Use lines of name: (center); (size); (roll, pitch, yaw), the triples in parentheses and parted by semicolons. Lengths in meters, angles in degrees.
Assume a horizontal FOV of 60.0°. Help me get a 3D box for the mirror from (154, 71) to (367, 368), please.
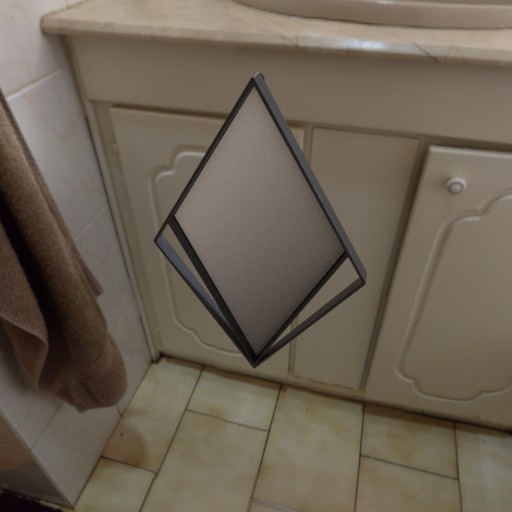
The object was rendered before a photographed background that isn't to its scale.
mirror: (0.000, 0.000, 0.849); (0.419, 0.679, 0.032); (11, 41, 13)
